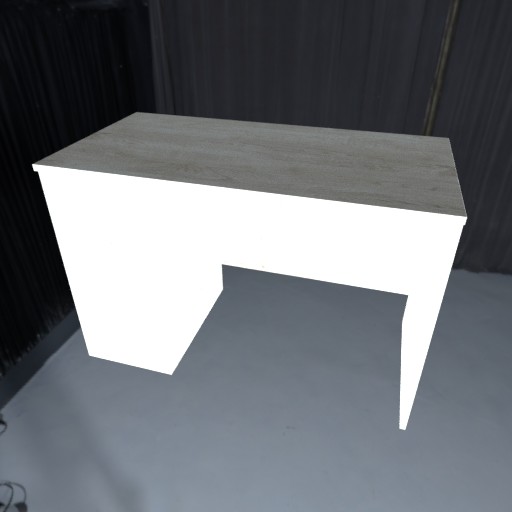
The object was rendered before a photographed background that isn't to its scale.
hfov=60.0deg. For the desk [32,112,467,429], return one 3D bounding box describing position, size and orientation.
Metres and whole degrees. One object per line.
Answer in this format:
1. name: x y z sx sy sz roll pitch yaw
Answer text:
1. desk: 0.000 0.000 1.487 1.096 0.730 0.560 9 33 14
